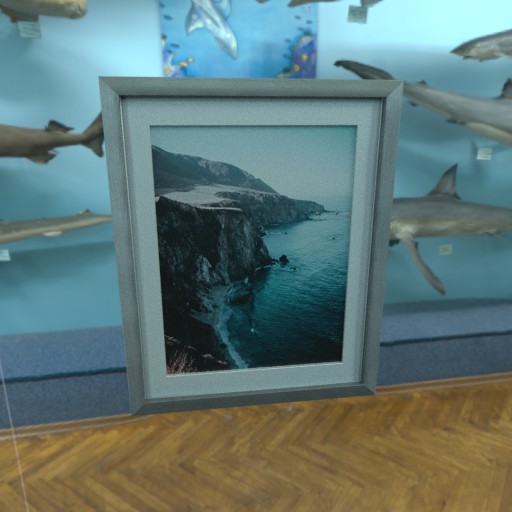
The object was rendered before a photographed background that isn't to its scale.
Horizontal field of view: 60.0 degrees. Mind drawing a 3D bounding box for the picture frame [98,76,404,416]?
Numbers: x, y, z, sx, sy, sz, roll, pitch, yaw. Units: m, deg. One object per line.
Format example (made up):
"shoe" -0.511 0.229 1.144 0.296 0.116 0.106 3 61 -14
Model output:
"picture frame" 0.000 0.000 0.748 0.449 0.555 0.046 -2 17 -8
